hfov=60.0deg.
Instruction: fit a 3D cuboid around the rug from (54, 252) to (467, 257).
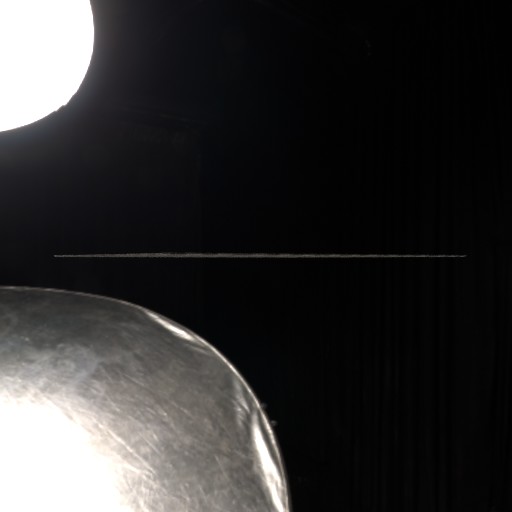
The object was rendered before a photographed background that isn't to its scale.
[{"bbox_3d":[0.000,0.000,4.155,3.021,0.013,2.432,0,0,-36],"label":"rug"}]
